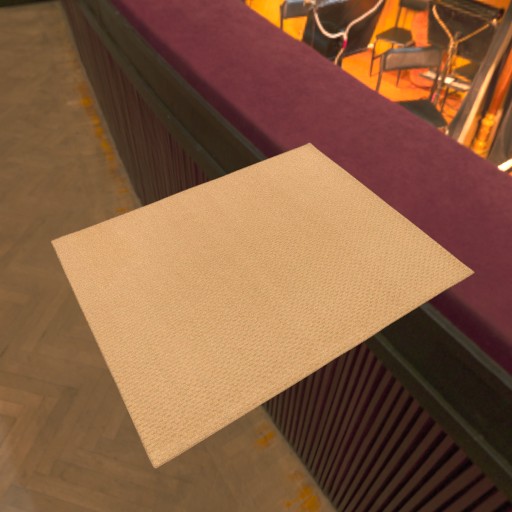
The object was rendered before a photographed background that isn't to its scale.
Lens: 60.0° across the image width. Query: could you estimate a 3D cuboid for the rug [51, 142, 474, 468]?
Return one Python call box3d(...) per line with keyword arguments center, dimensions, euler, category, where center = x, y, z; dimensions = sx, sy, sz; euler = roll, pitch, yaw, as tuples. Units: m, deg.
box3d(center=(0.000, 0.000, 3.826), dimensions=(2.897, 0.035, 2.277), euler=(-25, 52, -21), category="rug")
